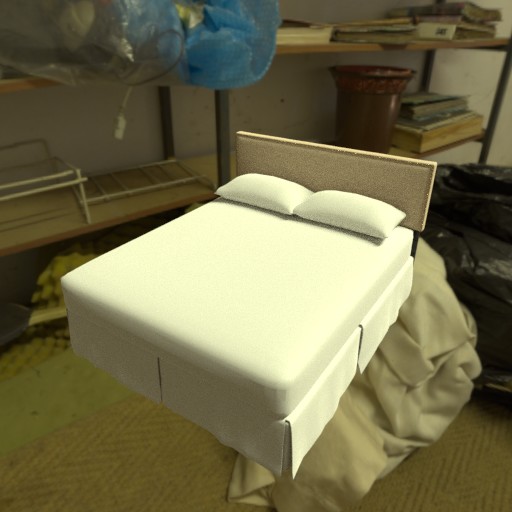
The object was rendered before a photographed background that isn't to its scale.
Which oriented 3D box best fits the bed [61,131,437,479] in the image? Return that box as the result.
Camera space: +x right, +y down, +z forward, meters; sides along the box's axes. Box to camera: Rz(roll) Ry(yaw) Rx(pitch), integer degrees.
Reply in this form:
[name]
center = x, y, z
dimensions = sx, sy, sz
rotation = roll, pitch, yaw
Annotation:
[bed]
center = 0.000, 0.000, 2.817
dimensions = 1.616, 1.016, 1.876
rotation = 18, 33, 29
